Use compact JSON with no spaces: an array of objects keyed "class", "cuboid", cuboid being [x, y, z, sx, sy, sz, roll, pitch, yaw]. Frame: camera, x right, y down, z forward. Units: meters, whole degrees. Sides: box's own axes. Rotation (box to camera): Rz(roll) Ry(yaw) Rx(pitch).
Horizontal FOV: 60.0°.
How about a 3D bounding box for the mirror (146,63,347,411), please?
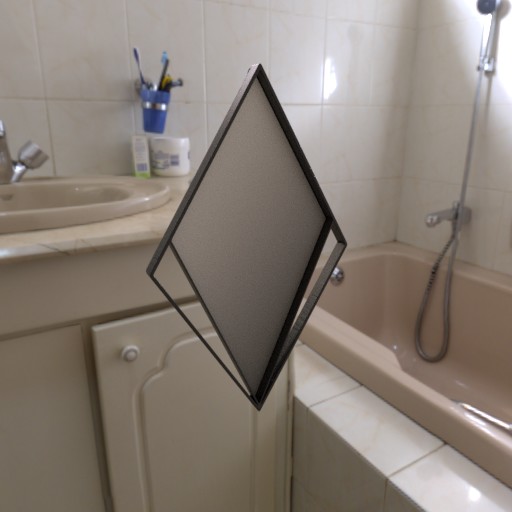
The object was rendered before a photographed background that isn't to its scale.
[{"class":"mirror","cuboid":[0.000,0.000,0.850,0.419,0.679,0.032,-9,19,-27]}]
